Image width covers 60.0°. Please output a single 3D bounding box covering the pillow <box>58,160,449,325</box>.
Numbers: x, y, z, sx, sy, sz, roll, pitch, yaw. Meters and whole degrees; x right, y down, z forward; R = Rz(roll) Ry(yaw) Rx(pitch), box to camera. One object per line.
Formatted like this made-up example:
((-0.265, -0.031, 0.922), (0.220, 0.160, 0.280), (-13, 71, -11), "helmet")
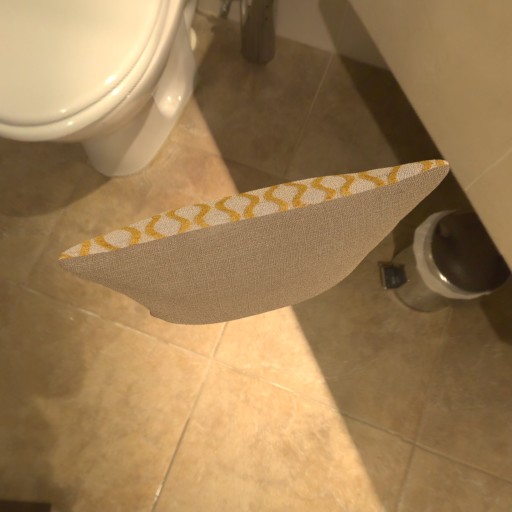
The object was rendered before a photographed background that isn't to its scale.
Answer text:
((0.000, 0.000, 0.673), (0.429, 0.436, 0.159), (-16, 77, -4), "pillow")
